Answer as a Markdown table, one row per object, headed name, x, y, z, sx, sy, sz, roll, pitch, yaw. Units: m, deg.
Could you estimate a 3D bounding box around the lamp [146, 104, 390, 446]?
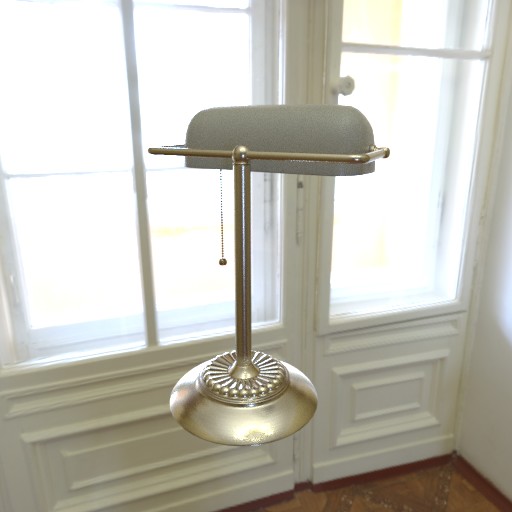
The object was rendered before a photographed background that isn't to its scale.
| name | x | y | z | sx | sy | sz | roll | pitch | yaw |
| --- | --- | --- | --- | --- | --- | --- | --- | --- | --- |
| lamp | 0.000 | 0.000 | 0.520 | 0.264 | 0.339 | 0.243 | 9 | 19 | 26 |
